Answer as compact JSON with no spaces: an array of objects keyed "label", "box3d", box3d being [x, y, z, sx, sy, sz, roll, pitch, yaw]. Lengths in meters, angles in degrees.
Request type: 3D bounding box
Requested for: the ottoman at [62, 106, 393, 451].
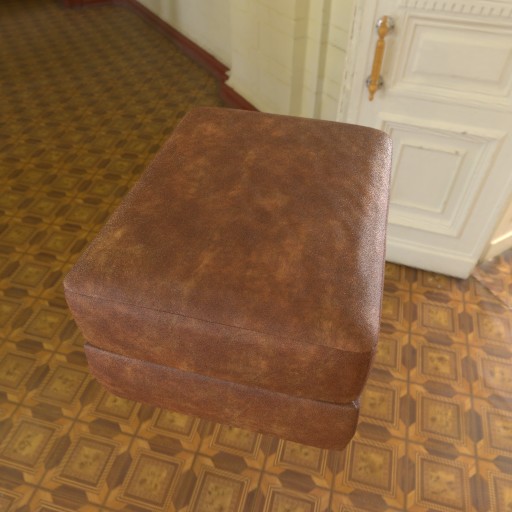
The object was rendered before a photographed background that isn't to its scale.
[{"label":"ottoman","box3d":[0.000,0.000,1.133,0.603,0.476,0.751,10,47,10]}]
